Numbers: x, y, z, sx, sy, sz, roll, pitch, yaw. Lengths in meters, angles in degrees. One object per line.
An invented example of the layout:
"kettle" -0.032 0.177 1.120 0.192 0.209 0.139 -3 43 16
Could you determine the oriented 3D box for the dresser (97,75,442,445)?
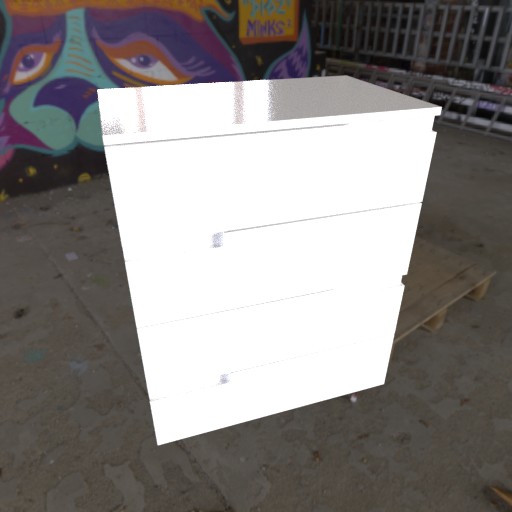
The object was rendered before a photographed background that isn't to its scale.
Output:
"dresser" 0.000 0.000 1.166 0.650 0.800 0.400 -10 32 -15
